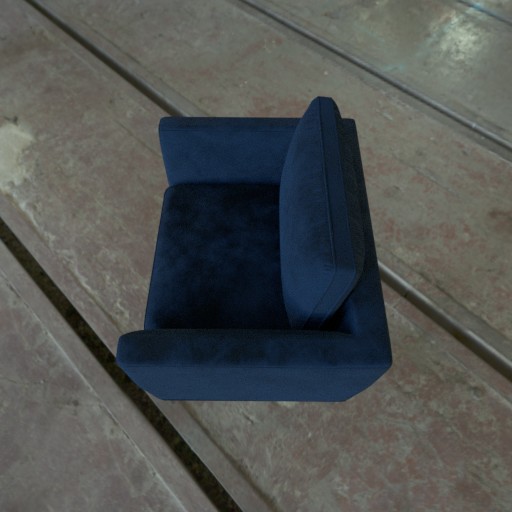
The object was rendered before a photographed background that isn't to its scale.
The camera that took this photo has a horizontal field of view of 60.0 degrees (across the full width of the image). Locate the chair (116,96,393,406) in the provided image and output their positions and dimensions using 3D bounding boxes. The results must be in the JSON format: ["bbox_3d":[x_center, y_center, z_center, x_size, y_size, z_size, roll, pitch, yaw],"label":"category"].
[{"bbox_3d":[0.000,0.000,1.608,0.746,0.893,0.977,1,58,0],"label":"chair"}]
